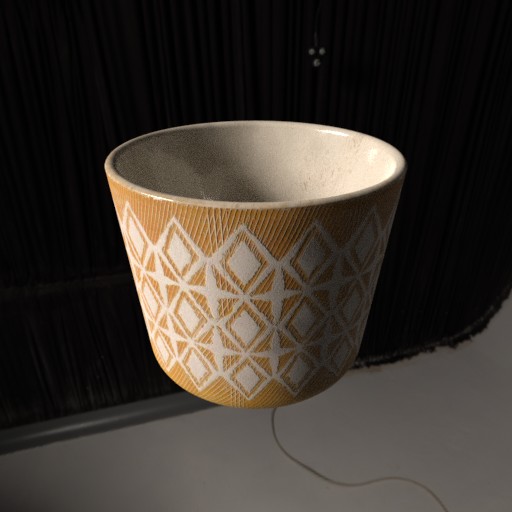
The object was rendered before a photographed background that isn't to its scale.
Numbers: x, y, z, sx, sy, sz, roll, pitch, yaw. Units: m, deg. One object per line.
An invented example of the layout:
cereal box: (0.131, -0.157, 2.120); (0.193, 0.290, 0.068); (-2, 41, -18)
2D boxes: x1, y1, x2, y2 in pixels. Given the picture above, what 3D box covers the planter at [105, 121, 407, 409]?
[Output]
planter: (0.000, 0.000, 0.218); (0.126, 0.104, 0.126); (0, 29, 0)
